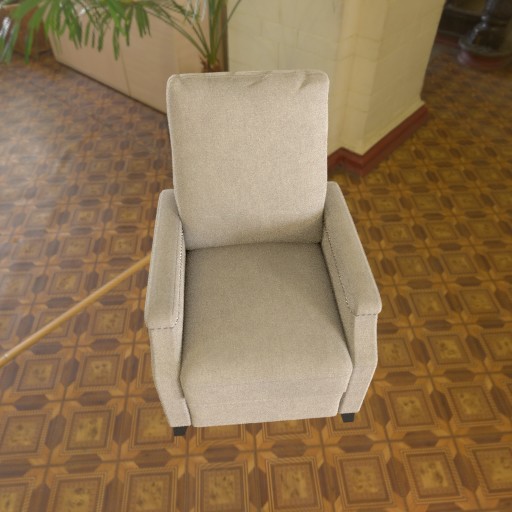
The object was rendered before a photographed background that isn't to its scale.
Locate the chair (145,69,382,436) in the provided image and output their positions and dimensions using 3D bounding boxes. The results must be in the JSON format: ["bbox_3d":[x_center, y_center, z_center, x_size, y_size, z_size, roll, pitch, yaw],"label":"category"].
[{"bbox_3d":[0.000,0.000,1.602,0.710,1.049,0.922,-3,46,-3],"label":"chair"}]
